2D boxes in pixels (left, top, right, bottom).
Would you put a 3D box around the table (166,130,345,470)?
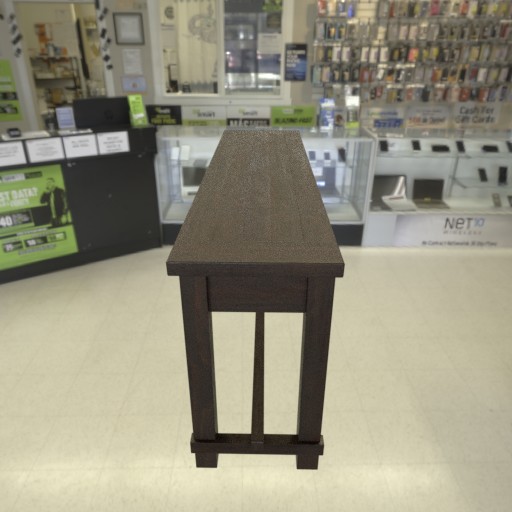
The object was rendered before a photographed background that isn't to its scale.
[{"bbox_3d":[0.000,0.000,1.903,0.442,0.762,1.599,1,26,1],"label":"table"}]
